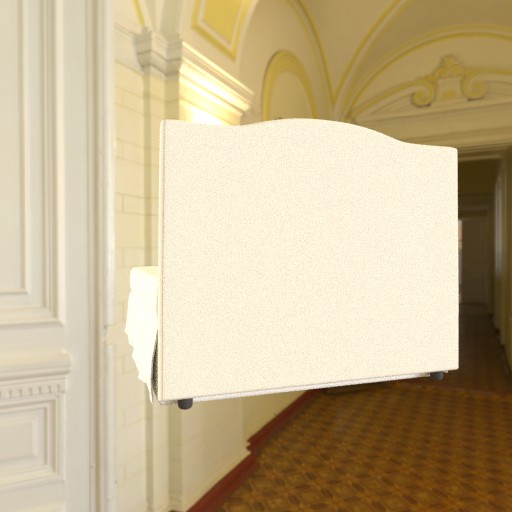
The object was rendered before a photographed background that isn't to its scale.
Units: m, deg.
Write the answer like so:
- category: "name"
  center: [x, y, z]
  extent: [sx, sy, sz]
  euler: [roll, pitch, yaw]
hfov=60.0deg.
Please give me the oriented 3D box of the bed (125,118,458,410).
- category: "bed"
  center: [0.000, 0.000, 3.371]
  extent: [1.821, 1.436, 2.282]
  euler: [0, 0, -19]
